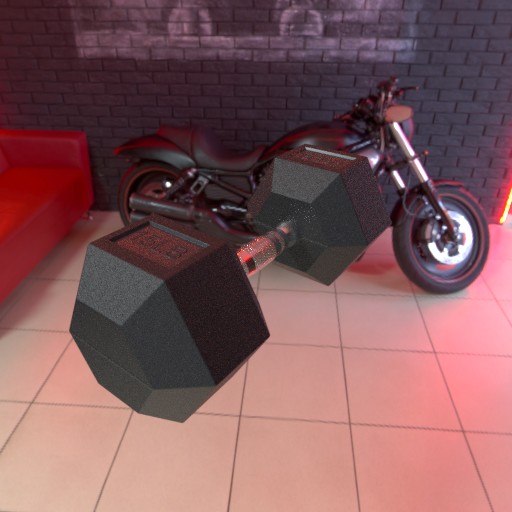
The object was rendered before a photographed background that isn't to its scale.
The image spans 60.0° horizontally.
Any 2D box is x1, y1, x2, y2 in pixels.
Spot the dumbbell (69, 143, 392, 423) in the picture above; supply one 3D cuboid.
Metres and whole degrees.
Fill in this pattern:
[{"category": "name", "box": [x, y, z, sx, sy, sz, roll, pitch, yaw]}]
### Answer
[{"category": "dumbbell", "box": [0.000, 0.000, 0.337, 0.122, 0.106, 0.271, 22, 38, 31]}]
